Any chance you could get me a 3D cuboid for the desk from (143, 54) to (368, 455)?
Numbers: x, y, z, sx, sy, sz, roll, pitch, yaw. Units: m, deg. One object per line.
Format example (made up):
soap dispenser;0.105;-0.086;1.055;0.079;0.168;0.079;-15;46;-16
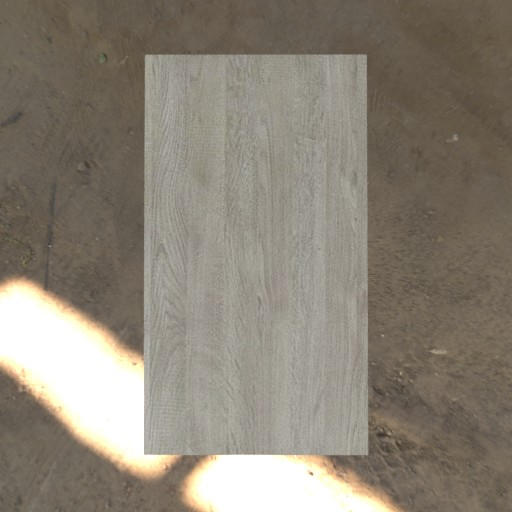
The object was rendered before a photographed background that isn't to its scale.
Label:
desk;0.000;0.000;1.349;0.498;0.724;0.893;0;89;0
